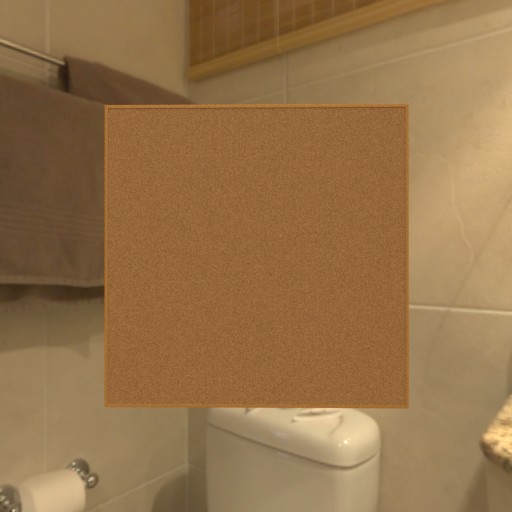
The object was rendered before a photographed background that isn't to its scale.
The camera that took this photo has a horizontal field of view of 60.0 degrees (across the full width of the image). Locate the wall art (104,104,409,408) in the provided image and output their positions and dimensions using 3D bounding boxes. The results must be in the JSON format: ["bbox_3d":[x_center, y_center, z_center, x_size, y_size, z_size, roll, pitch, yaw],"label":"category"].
[{"bbox_3d":[0.000,0.000,0.672,0.457,0.455,0.013,0,0,1],"label":"wall art"}]
